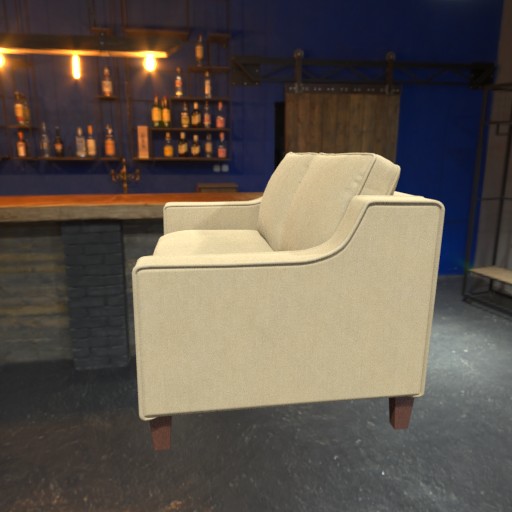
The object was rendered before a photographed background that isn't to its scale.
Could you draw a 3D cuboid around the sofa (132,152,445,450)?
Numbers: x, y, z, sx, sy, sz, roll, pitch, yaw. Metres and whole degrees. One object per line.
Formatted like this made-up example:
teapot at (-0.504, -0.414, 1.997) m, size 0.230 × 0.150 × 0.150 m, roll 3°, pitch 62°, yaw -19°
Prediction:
sofa at (0.000, 0.000, 2.108) m, size 0.987 × 0.971 × 1.501 m, roll -2°, pitch 14°, yaw -7°
